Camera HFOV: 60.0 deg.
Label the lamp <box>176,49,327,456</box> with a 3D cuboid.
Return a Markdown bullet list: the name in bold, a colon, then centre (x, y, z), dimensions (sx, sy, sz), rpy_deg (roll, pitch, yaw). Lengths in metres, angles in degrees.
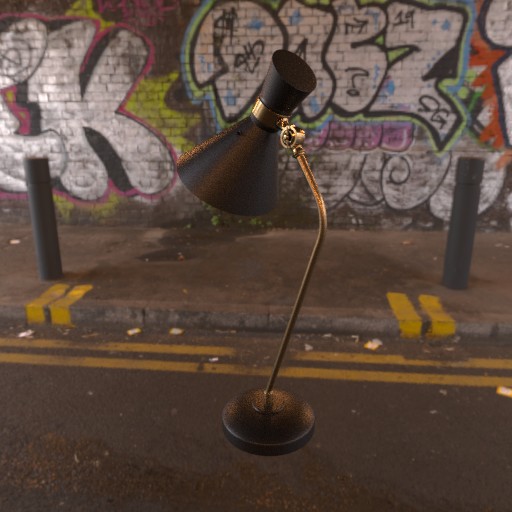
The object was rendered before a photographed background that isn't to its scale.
- **lamp**: centre (0.000, 0.000, 0.768), dimensions (0.189, 0.647, 0.292), rpy_deg (-15, 22, -42)
